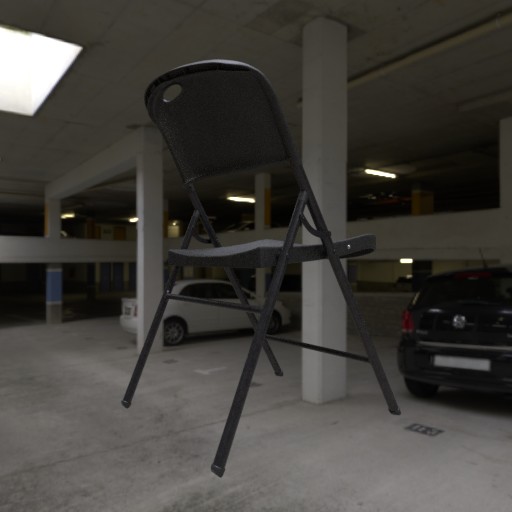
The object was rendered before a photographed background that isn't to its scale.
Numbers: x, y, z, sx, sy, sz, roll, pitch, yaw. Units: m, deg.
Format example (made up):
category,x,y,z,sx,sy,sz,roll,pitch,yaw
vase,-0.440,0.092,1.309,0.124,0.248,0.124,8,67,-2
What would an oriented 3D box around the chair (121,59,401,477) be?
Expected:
category,x,y,z,sx,sy,sz,roll,pitch,yaw
chair,0.000,0.000,1.160,0.566,0.810,0.494,0,0,-37
